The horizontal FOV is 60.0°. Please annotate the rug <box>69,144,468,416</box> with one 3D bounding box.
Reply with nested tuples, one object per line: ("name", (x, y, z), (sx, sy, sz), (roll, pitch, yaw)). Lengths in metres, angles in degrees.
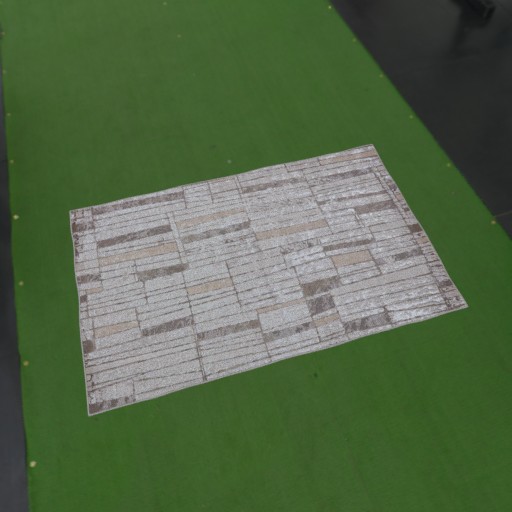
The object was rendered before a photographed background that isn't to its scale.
("rug", (0.000, 0.000, 3.087), (2.444, 0.023, 1.531), (-14, 60, -8))
